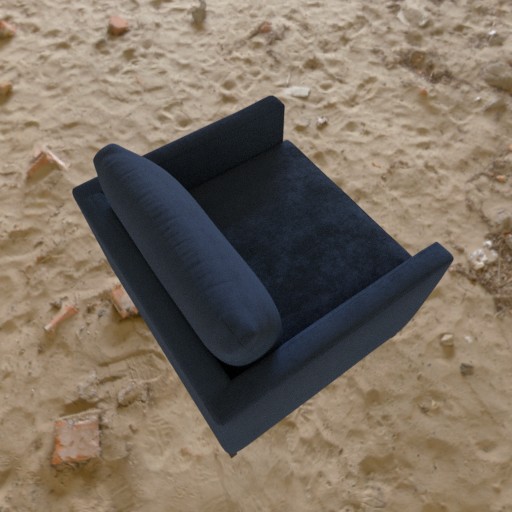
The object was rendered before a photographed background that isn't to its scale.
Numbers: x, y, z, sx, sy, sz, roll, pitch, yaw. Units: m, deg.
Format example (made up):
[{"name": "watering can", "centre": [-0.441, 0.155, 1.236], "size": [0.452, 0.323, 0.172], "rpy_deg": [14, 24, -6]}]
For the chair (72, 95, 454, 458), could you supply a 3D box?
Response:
[{"name": "chair", "centre": [0.000, 0.000, 1.592], "size": [0.875, 0.812, 0.964], "rpy_deg": [-31, 63, -18]}]
